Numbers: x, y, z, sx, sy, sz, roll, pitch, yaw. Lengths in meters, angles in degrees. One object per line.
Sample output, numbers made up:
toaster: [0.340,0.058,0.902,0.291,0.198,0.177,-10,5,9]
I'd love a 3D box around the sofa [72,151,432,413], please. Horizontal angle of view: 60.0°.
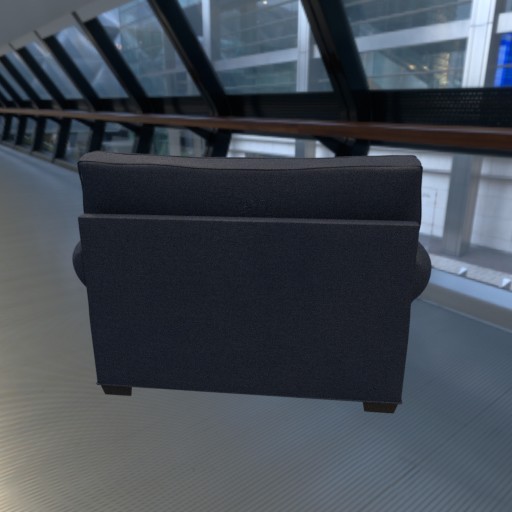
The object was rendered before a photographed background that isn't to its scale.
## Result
sofa: [0.000,0.000,2.096,1.405,1.004,0.938,2,18,6]
